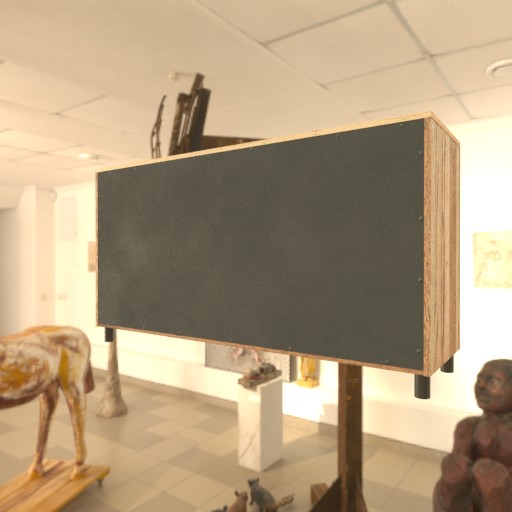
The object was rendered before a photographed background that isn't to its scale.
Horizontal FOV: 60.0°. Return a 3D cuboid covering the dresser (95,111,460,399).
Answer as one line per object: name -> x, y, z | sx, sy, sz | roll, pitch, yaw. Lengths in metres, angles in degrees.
dresser -> 0.000, 0.000, 1.900 | 1.547, 0.834, 0.487 | 0, 0, 35
